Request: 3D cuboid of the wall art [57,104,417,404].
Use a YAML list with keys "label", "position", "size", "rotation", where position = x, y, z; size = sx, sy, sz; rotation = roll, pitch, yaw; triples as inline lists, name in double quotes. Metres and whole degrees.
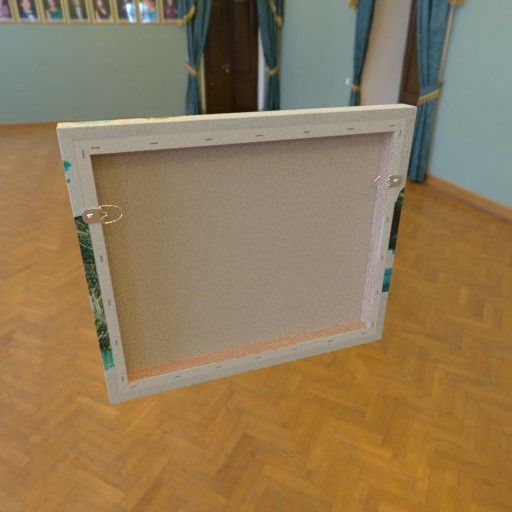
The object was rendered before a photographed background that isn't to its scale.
- label: "wall art"
  position: [0.000, 0.000, 0.705]
  size: [0.507, 0.435, 0.041]
  rotation: [-9, 28, -17]
